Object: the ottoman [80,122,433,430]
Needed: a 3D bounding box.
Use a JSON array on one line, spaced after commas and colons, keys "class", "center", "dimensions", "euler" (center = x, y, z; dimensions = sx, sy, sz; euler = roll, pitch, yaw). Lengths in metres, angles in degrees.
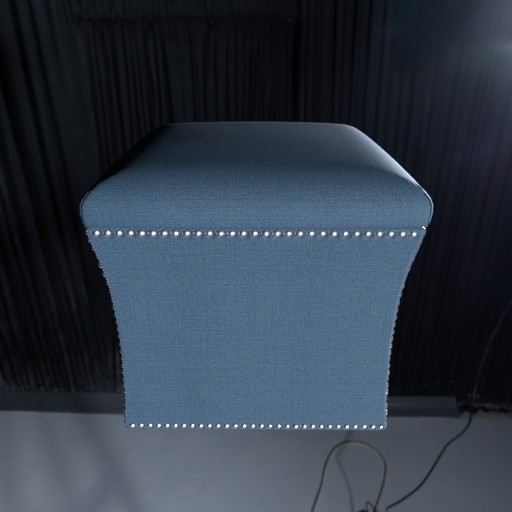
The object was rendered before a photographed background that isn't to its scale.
[{"class": "ottoman", "center": [0.000, 0.000, 0.893], "dimensions": [0.497, 0.475, 0.507], "euler": [0, 26, 0]}]
